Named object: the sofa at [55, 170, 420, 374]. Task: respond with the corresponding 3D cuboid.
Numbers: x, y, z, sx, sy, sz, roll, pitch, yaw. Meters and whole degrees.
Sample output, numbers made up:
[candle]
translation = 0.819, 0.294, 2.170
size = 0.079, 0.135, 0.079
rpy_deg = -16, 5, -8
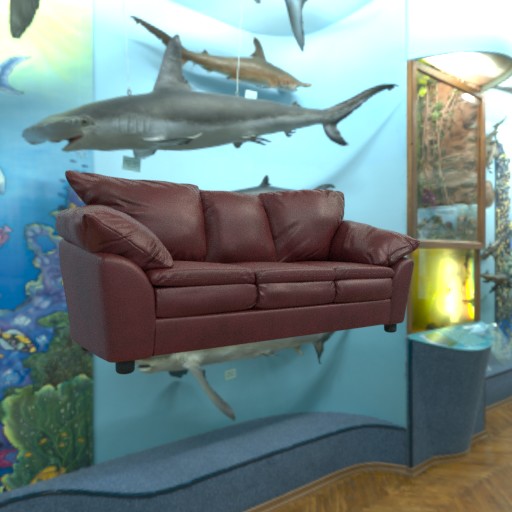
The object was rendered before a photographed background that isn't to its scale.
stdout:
[sofa]
translation = 0.000, 0.000, 2.896
size = 2.390, 1.091, 0.907
rpy_deg = 0, 0, -35
